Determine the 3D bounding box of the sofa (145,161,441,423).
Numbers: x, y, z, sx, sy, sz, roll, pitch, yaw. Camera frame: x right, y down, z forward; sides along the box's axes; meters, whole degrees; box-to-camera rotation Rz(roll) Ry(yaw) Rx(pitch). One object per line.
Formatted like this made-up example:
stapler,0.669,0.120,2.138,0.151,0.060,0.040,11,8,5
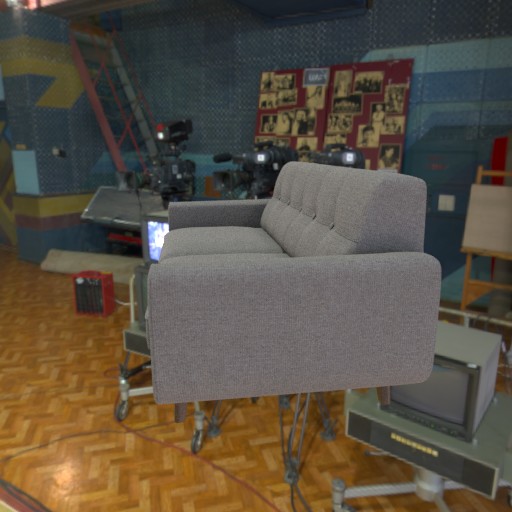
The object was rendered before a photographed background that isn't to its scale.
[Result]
sofa,0.000,0.000,2.085,0.909,0.841,1.631,-2,14,-8
